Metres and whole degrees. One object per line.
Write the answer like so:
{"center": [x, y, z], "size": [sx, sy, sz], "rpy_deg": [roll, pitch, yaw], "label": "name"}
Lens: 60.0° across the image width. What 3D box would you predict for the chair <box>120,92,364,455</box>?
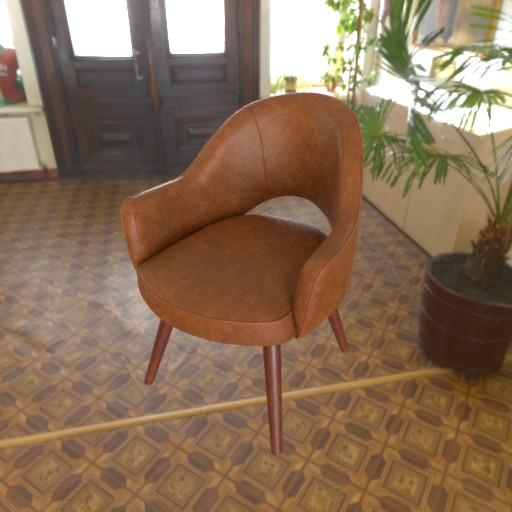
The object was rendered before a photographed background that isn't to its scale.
{"center": [0.000, 0.000, 1.236], "size": [0.591, 0.777, 0.640], "rpy_deg": [17, 34, 28], "label": "chair"}
